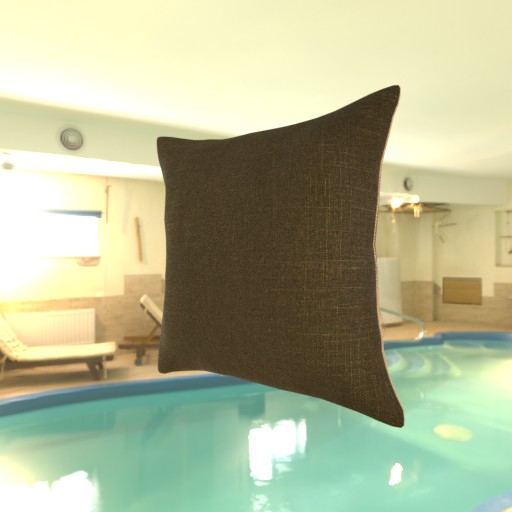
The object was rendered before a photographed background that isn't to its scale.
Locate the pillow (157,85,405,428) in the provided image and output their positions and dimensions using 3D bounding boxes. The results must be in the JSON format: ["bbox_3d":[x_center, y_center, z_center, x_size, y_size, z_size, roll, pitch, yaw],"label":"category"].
[{"bbox_3d":[0.000,0.000,0.699,0.468,0.444,0.138,0,0,37],"label":"pillow"}]
